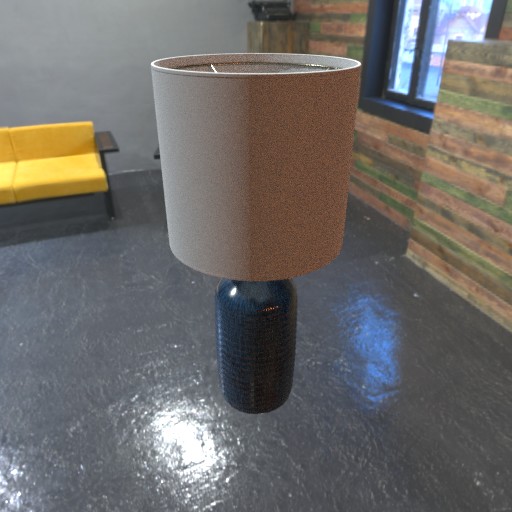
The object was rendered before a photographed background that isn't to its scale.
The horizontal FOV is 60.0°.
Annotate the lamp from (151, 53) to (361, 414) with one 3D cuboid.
[{"bbox_3d":[0.000,0.000,0.588,0.220,0.475,0.220,-9,30,-16],"label":"lamp"}]
